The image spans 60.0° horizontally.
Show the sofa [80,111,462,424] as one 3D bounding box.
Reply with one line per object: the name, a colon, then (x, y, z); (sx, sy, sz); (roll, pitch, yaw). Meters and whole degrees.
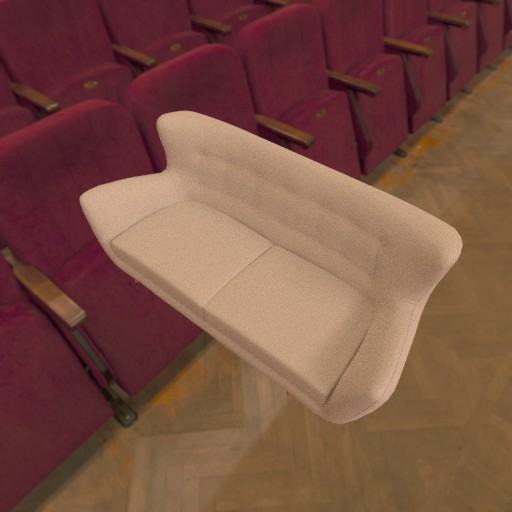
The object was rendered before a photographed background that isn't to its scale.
sofa: (0.000, 0.000, 2.429); (1.930, 0.890, 0.899); (31, 53, 26)
